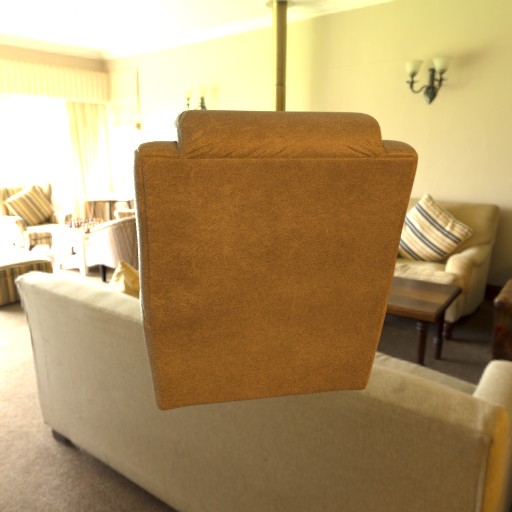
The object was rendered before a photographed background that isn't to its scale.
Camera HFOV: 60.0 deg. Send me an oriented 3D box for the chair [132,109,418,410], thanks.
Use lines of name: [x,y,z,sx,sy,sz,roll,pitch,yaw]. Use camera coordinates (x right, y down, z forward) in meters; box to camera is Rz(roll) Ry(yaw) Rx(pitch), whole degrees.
chair: [0.000,0.000,1.890,0.967,1.116,1.068,-3,14,-10]
